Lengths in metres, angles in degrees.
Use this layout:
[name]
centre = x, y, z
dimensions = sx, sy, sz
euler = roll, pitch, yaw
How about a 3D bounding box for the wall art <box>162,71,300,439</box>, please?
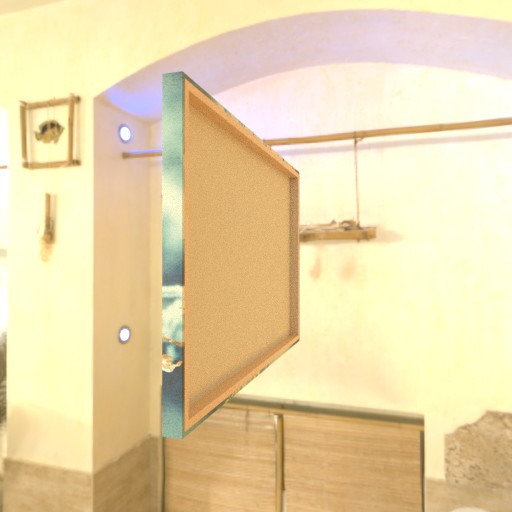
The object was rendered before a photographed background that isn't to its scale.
[wall art]
centre = 0.000, 0.000, 1.172
dimensions = 0.038, 0.608, 0.912
euler = 0, 0, 18
